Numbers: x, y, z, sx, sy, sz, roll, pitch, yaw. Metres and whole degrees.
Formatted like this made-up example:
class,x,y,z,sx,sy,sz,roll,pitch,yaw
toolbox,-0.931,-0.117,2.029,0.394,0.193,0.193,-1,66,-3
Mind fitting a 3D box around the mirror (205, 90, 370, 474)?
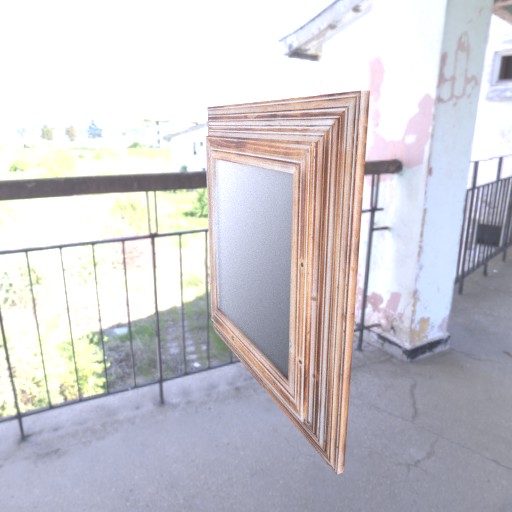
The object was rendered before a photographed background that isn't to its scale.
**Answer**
class,x,y,z,sx,sy,sz,roll,pitch,yaw
mirror,0.000,0.000,1.219,0.061,0.804,0.804,-8,18,-24
